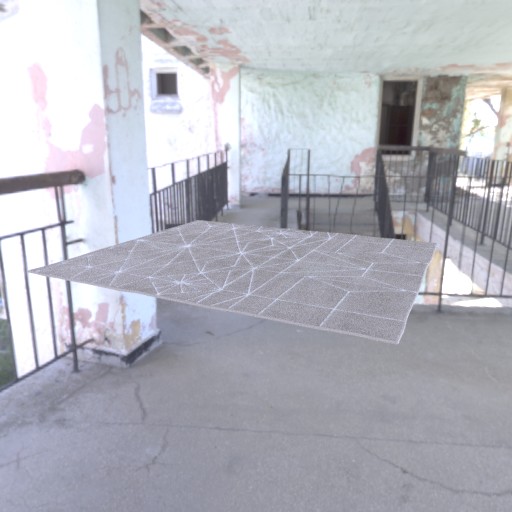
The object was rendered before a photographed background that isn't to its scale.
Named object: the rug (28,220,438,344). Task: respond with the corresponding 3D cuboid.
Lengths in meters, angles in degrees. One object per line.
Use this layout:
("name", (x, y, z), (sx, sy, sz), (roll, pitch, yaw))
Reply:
("rug", (0.000, 0.000, 0.889), (0.639, 0.006, 0.548), (7, 17, 25))
